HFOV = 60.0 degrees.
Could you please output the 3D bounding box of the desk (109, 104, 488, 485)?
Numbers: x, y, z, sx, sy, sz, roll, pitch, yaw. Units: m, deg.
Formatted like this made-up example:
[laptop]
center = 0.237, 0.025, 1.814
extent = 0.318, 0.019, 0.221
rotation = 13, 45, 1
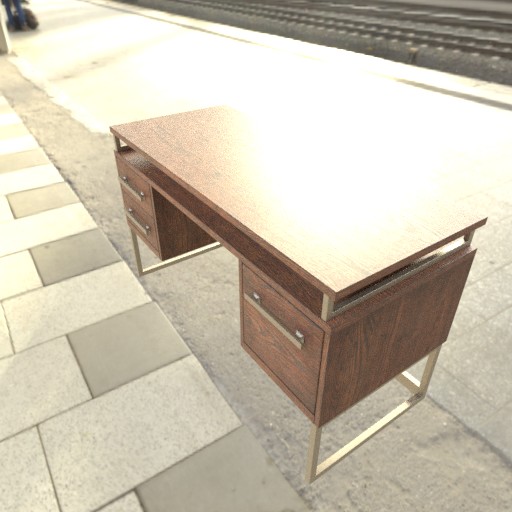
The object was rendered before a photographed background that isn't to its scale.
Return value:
[desk]
center = 0.000, 0.000, 1.782
extent = 0.610, 0.792, 1.384
rotation = -22, 40, -29
